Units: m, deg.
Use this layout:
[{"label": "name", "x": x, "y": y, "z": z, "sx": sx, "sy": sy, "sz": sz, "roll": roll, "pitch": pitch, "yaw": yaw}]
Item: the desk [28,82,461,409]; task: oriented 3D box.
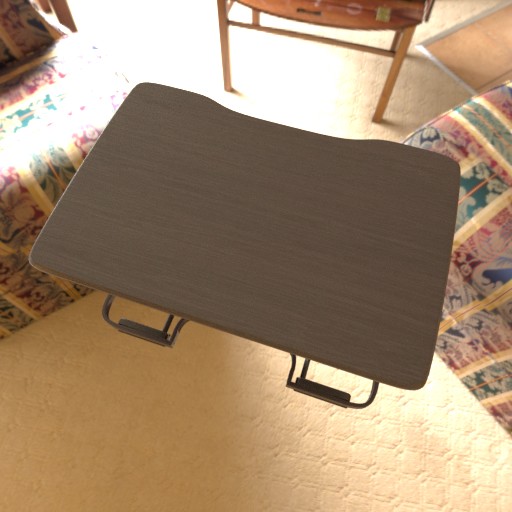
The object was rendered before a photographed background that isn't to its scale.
[{"label": "desk", "x": 0.000, "y": 0.000, "z": 1.148, "sx": 0.820, "sy": 0.470, "sz": 0.546, "roll": 17, "pitch": 65, "yaw": 8}]
